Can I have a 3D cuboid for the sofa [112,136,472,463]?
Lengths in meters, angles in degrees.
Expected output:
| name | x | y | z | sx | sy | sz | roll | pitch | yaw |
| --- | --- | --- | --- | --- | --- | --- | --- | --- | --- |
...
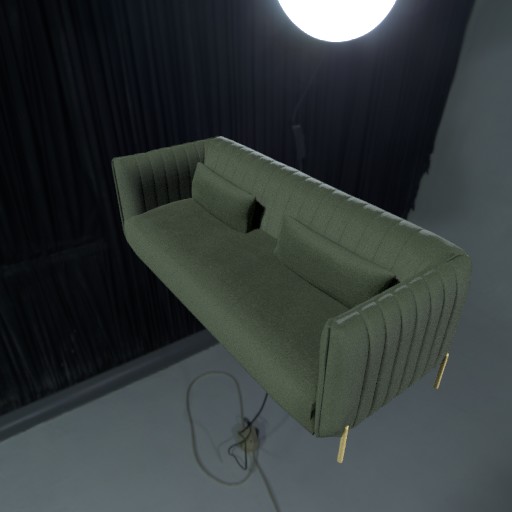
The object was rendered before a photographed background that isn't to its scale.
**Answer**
| name | x | y | z | sx | sy | sz | roll | pitch | yaw |
| --- | --- | --- | --- | --- | --- | --- | --- | --- | --- |
| sofa | 0.000 | 0.000 | 2.578 | 0.896 | 0.793 | 2.137 | -21 | 38 | -30 |
